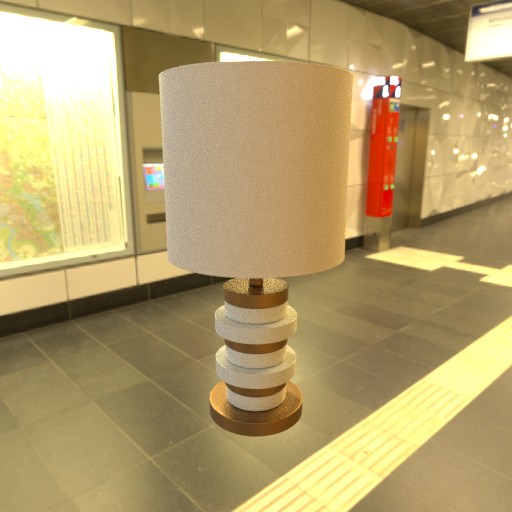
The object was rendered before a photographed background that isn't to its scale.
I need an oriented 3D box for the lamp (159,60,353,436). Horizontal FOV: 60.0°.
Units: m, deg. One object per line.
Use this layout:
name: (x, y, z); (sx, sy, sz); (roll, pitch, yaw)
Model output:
lamp: (0.000, 0.000, 0.535); (0.210, 0.410, 0.210); (7, 15, 27)
